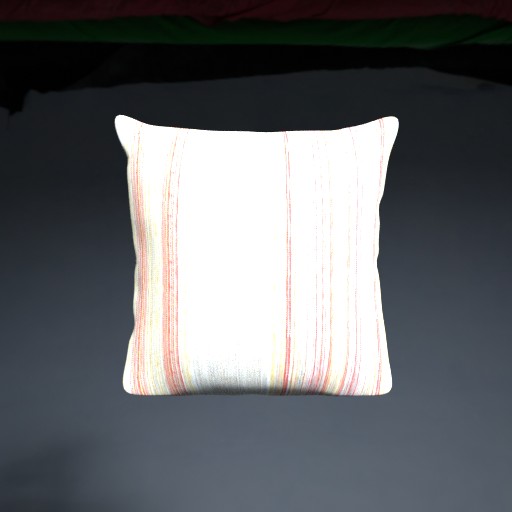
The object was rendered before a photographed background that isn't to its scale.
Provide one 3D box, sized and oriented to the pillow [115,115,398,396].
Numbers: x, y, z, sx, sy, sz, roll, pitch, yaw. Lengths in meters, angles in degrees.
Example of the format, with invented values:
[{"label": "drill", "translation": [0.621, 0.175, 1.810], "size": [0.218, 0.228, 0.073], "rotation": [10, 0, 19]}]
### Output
[{"label": "pillow", "translation": [0.000, 0.000, 0.704], "size": [0.451, 0.449, 0.191], "rotation": [0, 0, 1]}]
